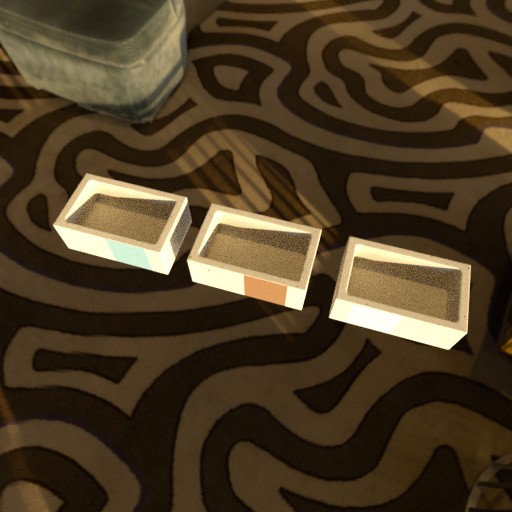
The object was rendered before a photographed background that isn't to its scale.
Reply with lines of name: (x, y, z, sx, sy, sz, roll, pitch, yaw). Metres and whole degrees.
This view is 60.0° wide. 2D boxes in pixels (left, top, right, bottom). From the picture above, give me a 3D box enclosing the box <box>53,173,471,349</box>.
box: (0.000, 0.000, 0.515, 0.461, 0.051, 0.082, 14, 60, 8)
